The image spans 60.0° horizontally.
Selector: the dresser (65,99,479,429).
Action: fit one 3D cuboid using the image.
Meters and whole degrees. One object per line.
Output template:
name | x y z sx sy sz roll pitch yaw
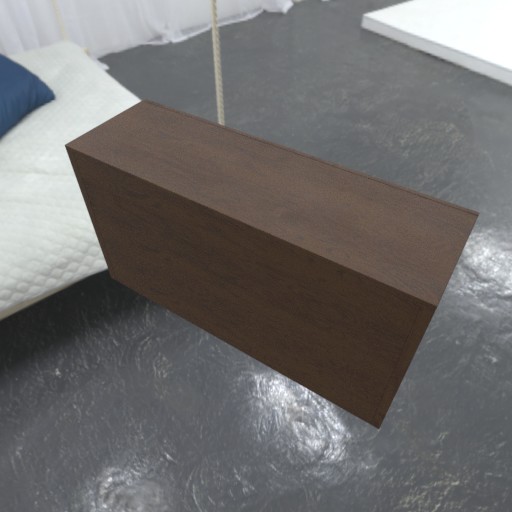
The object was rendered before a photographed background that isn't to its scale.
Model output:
dresser | 0.000 0.000 1.981 1.523 0.889 0.512 25 51 22
